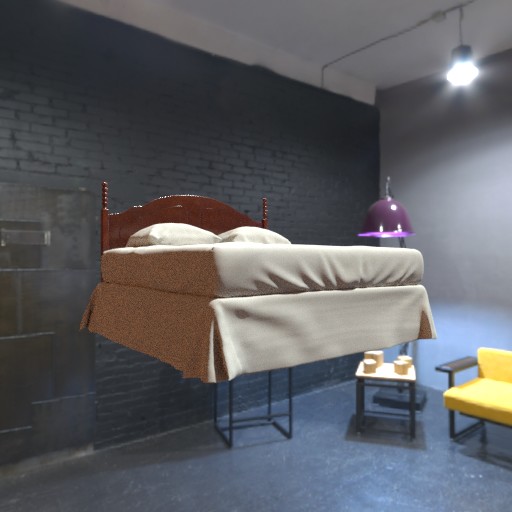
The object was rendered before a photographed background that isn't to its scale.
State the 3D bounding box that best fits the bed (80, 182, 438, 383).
[{"bbox_3d":[0.000,0.000,3.763,2.322,1.355,2.219,0,0,-37],"label":"bed"}]
